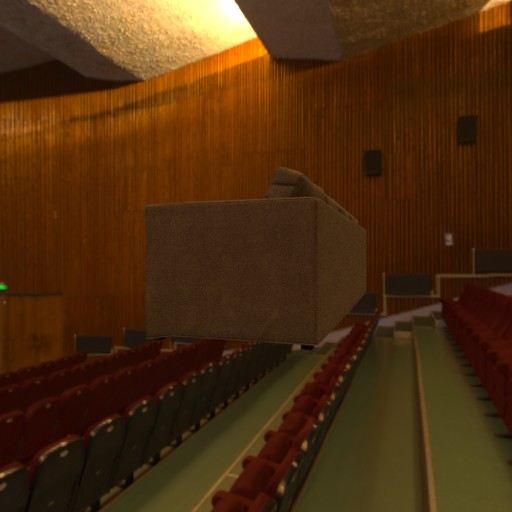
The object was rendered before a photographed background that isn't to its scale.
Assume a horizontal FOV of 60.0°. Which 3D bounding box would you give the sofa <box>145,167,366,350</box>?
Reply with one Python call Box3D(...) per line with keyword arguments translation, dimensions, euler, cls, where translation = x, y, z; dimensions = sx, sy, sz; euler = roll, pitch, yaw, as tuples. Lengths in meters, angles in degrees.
Box3D(translation=(0.000, 0.000, 3.829), dimensions=(1.650, 0.922, 3.205), euler=(0, 0, 18), cls="sofa")
